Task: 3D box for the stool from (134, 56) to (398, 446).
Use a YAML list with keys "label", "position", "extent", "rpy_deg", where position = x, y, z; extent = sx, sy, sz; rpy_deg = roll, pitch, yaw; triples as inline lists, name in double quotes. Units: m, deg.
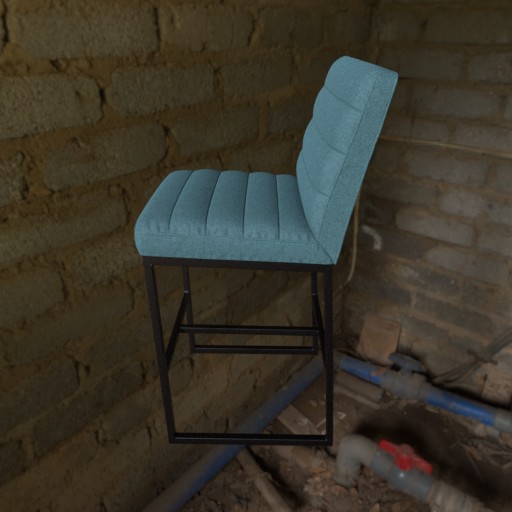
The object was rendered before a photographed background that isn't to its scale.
- label: "stool"
  position: [0.000, 0.000, 1.277]
  extent: [0.560, 1.040, 0.460]
  rpy_deg: [1, 27, 1]
